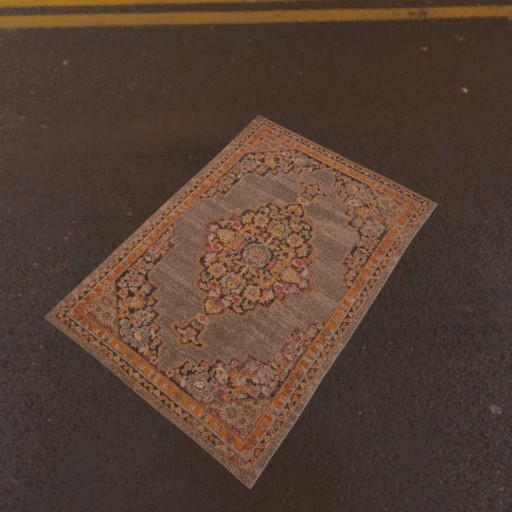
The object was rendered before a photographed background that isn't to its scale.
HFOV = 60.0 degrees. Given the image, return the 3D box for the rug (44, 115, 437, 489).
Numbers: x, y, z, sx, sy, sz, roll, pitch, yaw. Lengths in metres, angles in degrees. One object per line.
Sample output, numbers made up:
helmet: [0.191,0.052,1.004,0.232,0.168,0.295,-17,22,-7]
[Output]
rug: [0.000,0.000,3.791,2.043,0.026,2.901,32,64,18]
